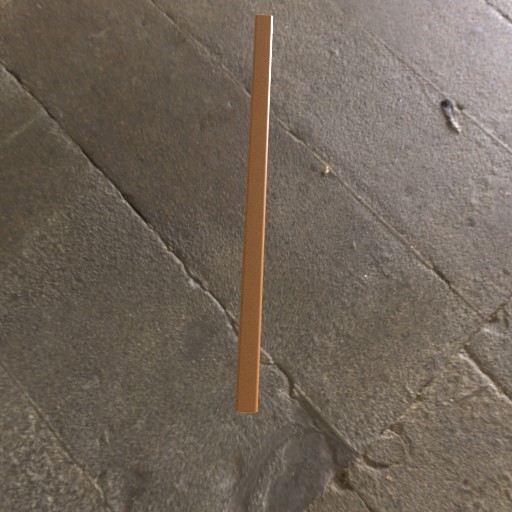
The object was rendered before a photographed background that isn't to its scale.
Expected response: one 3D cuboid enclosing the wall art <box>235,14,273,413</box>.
[{"bbox_3d":[0.000,0.000,0.735,0.021,0.550,0.449,2,75,1],"label":"wall art"}]
